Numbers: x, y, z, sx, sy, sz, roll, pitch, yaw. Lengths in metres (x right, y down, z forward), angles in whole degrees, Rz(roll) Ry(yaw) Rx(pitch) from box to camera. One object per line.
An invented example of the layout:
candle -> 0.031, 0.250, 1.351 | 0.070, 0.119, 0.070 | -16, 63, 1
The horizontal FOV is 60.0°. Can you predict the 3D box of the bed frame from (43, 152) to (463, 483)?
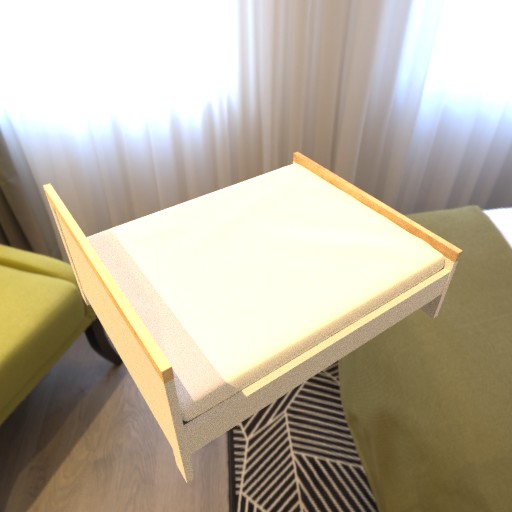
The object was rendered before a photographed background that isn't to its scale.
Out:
bed frame -> 0.000, 0.000, 2.979 | 2.050, 0.980, 1.670 | -24, 46, -26
